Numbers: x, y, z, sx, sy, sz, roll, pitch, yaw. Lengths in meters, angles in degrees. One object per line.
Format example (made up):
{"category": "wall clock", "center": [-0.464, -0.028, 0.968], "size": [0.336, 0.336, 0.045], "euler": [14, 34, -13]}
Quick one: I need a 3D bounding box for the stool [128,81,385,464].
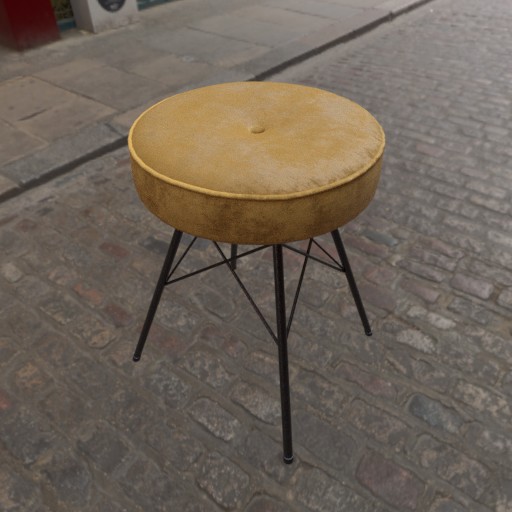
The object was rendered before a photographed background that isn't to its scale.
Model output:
{"category": "stool", "center": [0.000, 0.000, 0.925], "size": [0.472, 0.595, 0.438], "euler": [26, 47, 27]}
